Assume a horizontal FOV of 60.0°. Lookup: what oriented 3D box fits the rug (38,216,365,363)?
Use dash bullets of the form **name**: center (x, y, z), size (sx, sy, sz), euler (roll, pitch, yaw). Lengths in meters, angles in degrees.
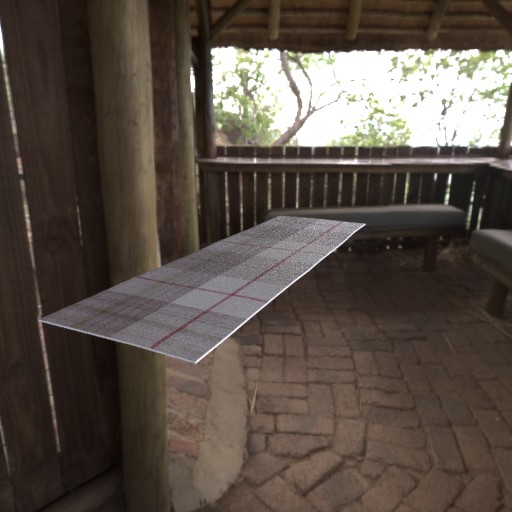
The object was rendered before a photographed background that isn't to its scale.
- **rug**: center (0.000, 0.000, 2.682), size (0.762, 0.013, 2.439), euler (8, 18, 25)
